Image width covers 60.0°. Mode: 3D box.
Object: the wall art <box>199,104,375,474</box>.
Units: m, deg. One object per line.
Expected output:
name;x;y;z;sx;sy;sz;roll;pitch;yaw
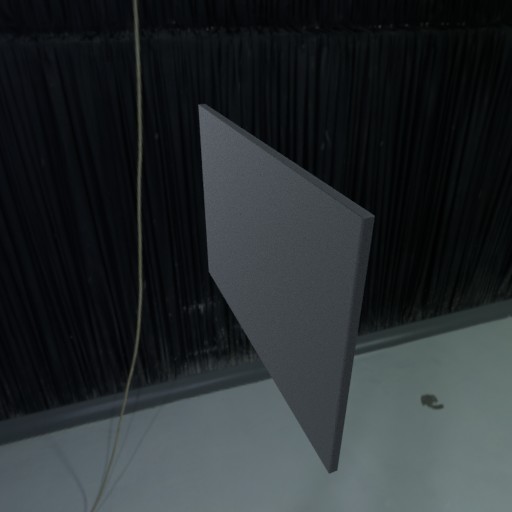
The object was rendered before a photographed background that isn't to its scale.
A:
wall art;0.000;0.000;1.265;0.049;0.659;0.964;-11;32;-18
